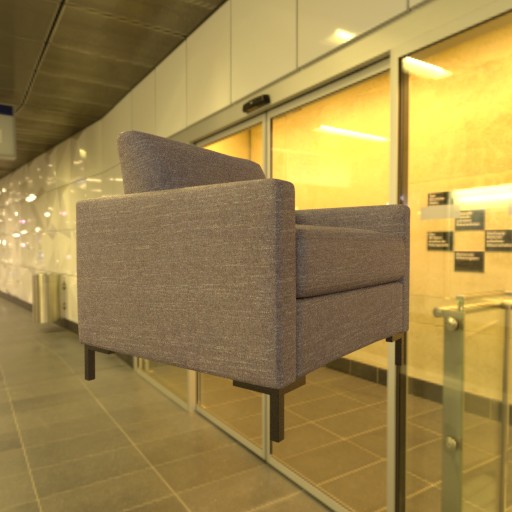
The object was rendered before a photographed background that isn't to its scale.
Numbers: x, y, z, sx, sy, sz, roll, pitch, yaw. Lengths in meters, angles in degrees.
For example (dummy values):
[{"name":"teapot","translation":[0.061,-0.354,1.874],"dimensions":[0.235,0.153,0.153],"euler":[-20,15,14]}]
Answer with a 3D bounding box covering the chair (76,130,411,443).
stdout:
[{"name":"chair","translation":[0.000,0.000,1.594],"dimensions":[0.845,0.841,0.940],"euler":[1,2,37]}]
